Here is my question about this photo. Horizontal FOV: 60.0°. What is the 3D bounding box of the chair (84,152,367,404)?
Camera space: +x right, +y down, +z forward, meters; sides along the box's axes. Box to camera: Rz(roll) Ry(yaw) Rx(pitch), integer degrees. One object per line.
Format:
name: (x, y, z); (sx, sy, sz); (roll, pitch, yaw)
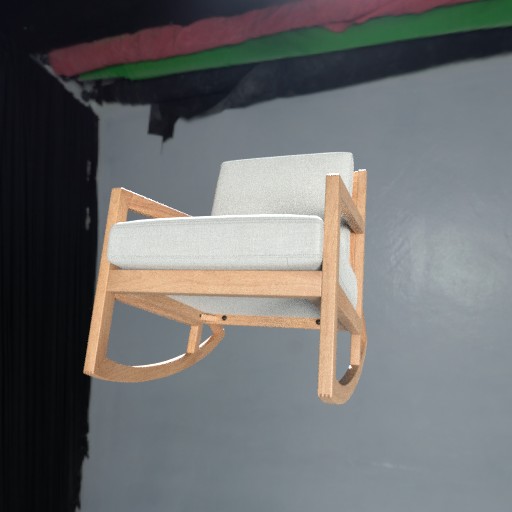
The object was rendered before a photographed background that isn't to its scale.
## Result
chair: (0.000, 0.000, 1.419); (0.622, 0.790, 0.857); (0, -1, 19)
